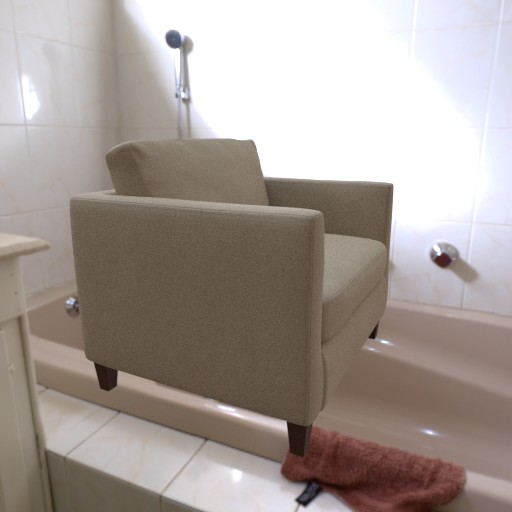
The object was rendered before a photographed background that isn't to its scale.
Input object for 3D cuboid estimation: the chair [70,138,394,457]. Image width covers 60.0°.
[{"bbox_3d":[0.000,0.000,1.861,0.959,0.961,1.107,7,16,26],"label":"chair"}]
